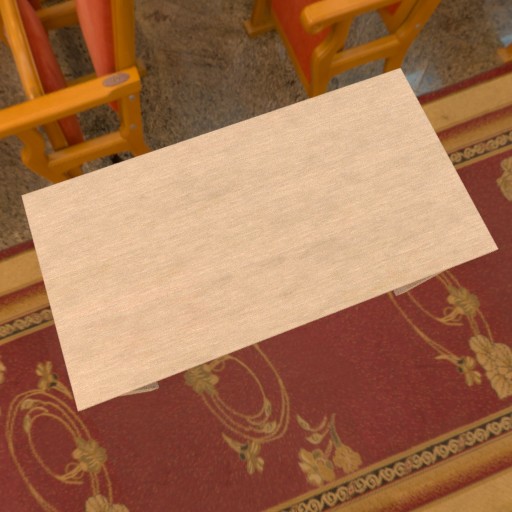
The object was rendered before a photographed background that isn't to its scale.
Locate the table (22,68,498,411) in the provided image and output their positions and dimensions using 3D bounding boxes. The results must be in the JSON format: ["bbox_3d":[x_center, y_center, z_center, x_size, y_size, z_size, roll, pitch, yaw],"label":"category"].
[{"bbox_3d":[0.000,0.000,1.877,1.397,0.874,0.729,-20,76,-5],"label":"table"}]
